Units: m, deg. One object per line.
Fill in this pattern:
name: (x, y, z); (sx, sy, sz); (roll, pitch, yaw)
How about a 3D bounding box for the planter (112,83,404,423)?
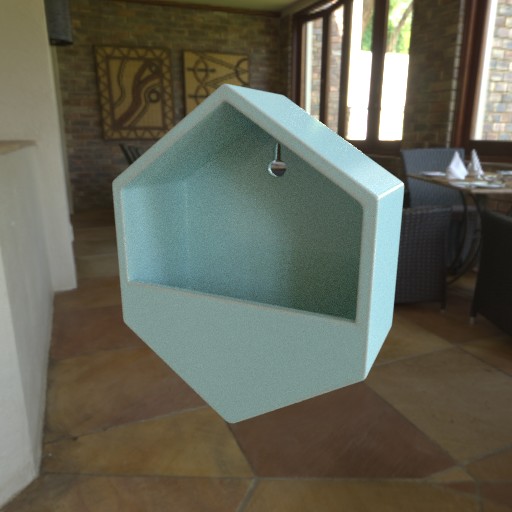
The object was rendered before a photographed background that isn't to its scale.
planter: (0.000, 0.000, 0.293); (0.169, 0.207, 0.078); (8, 17, 25)
